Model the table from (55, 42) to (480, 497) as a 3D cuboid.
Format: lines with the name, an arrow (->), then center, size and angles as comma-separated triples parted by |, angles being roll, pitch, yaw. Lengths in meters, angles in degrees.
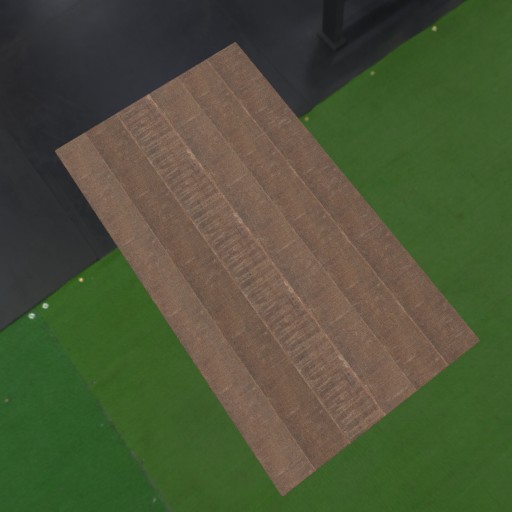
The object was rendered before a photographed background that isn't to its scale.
table -> 0.000, 0.000, 1.740 | 0.800, 0.440, 1.400 | -35, 79, -8
